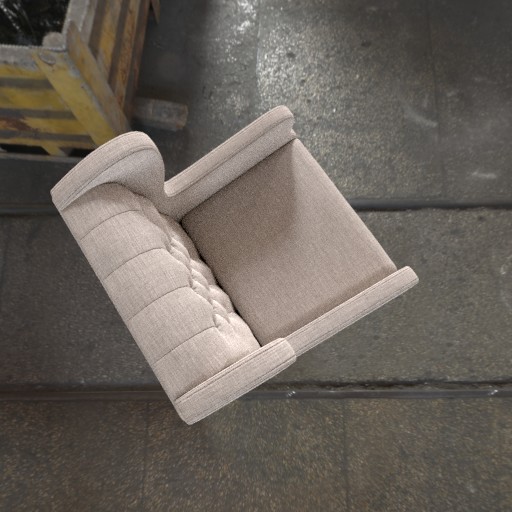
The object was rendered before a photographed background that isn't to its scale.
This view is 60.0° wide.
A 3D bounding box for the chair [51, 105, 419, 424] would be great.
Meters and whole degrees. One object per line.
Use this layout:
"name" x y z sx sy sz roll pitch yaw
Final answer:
"chair" 0.000 0.000 1.429 0.760 0.930 0.710 -33 78 -8
